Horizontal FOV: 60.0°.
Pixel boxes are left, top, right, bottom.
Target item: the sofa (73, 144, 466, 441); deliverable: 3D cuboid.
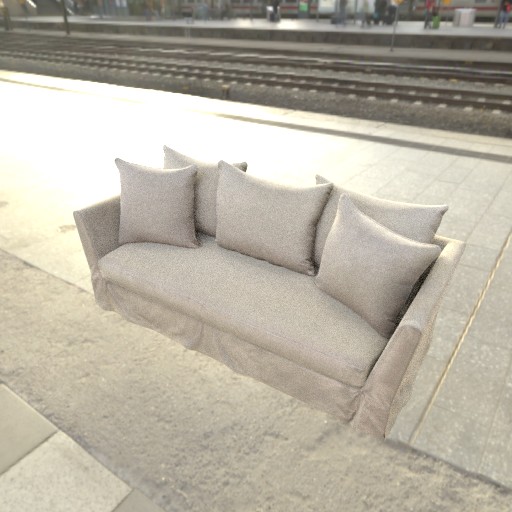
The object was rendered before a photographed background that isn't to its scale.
[{"bbox_3d":[0.000,0.000,2.862,2.290,1.034,1.031,18,34,28],"label":"sofa"}]
